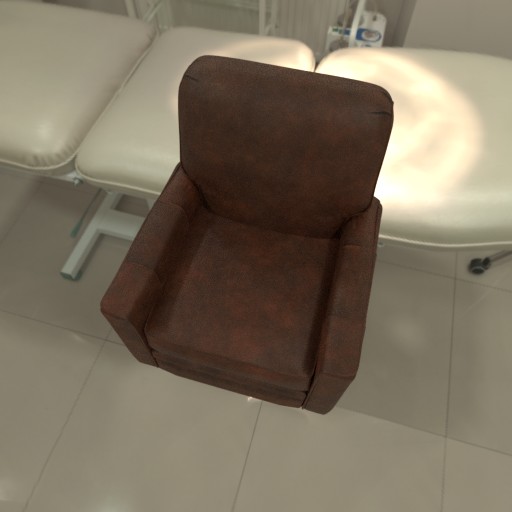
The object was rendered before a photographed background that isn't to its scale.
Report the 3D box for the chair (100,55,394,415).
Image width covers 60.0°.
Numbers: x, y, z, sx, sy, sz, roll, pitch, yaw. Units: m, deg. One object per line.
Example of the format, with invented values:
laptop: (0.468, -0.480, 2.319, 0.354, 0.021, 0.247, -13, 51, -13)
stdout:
chair: (0.000, 0.000, 1.642, 0.843, 1.043, 0.836, 14, 60, 8)
